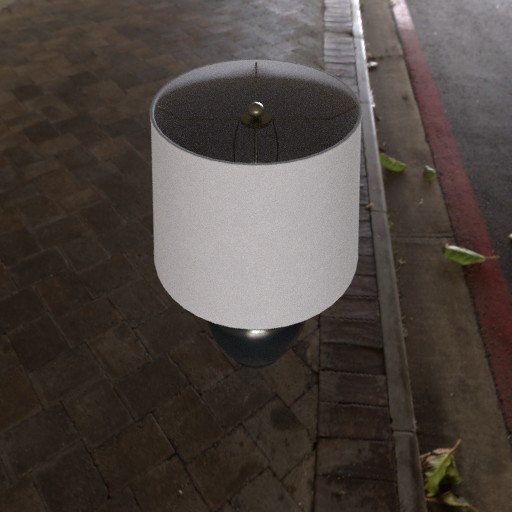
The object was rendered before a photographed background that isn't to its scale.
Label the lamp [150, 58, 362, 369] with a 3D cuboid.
[{"bbox_3d":[0.000,0.000,0.542,0.239,0.399,0.239,0,47,0],"label":"lamp"}]
